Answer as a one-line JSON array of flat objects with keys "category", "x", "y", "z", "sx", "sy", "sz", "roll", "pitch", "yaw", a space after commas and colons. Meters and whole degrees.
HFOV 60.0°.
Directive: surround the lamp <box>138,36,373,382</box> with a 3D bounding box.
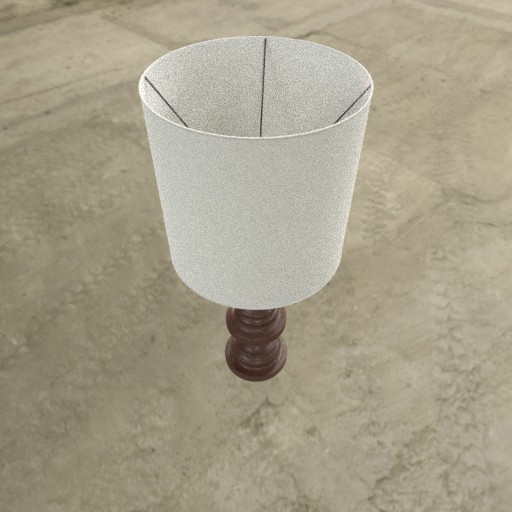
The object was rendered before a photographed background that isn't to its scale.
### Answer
[{"category": "lamp", "x": 0.000, "y": 0.000, "z": 0.561, "sx": 0.208, "sy": 0.455, "sz": 0.208, "roll": -11, "pitch": 46, "yaw": -10}]
